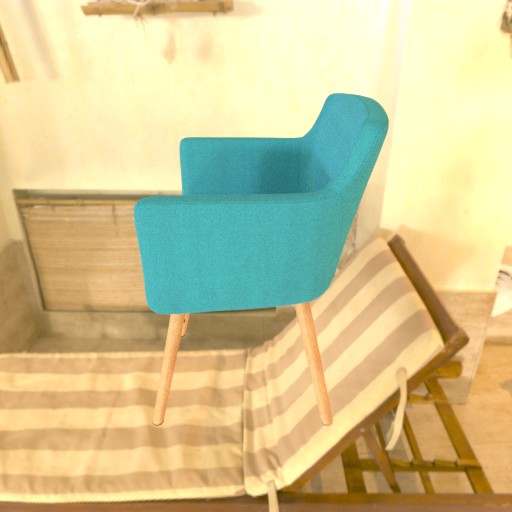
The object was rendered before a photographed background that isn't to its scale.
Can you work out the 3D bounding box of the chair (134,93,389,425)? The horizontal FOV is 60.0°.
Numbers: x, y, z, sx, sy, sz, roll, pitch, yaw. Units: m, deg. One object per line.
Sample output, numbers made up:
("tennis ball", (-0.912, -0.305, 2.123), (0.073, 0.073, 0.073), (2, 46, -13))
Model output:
("chair", (0.000, 0.000, 1.151), (0.540, 0.780, 0.570), (0, 26, 0))
